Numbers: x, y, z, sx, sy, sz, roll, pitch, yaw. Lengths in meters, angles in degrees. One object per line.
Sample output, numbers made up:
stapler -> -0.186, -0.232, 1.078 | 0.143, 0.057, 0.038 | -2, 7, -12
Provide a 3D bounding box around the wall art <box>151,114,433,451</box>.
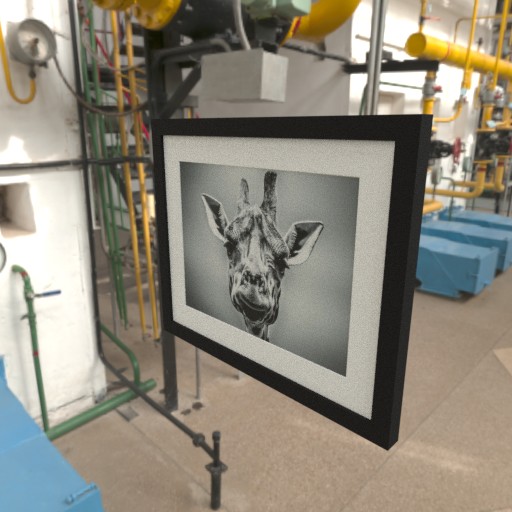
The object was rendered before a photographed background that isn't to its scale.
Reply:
wall art -> 0.000, 0.000, 0.765 | 0.558, 0.457, 0.031 | 16, 22, 42
